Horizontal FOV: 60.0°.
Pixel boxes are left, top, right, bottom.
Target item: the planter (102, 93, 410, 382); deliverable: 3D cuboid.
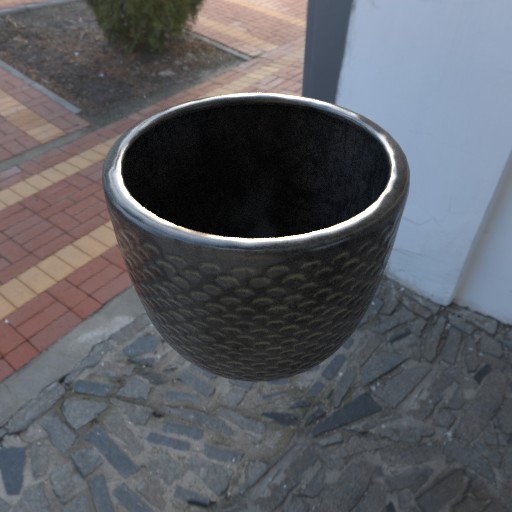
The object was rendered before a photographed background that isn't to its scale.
[{"bbox_3d":[0.000,0.000,0.305,0.172,0.160,0.172,0,42,0],"label":"planter"}]
